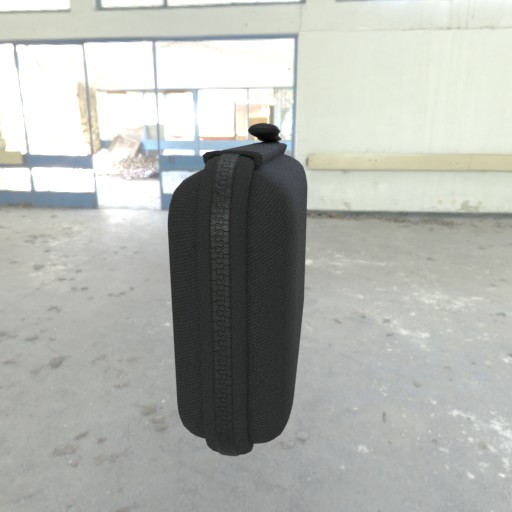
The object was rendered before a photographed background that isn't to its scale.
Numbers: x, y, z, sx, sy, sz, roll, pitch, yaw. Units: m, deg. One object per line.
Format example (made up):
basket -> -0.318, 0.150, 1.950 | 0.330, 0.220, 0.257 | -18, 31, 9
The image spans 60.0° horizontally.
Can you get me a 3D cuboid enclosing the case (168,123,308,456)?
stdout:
case -> 0.000, 0.000, 0.181 | 0.038, 0.105, 0.132 | 2, 16, 8
